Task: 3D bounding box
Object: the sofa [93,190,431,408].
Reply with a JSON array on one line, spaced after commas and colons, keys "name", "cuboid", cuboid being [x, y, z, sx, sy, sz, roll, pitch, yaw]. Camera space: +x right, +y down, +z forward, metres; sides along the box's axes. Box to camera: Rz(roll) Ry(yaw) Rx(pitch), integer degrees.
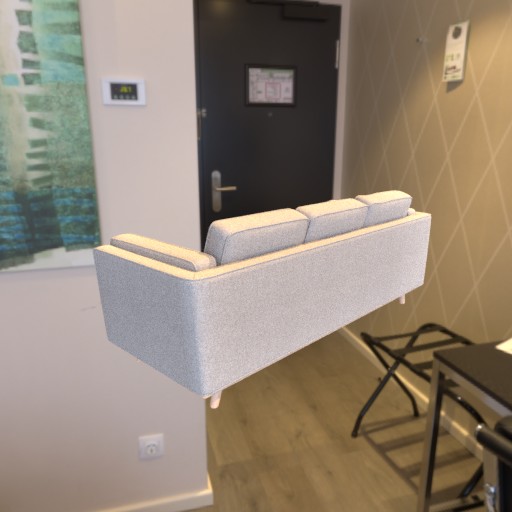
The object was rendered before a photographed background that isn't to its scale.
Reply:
[{"name": "sofa", "cuboid": [0.000, 0.000, 3.257, 1.604, 0.929, 2.411, 14, 20, 42]}]
